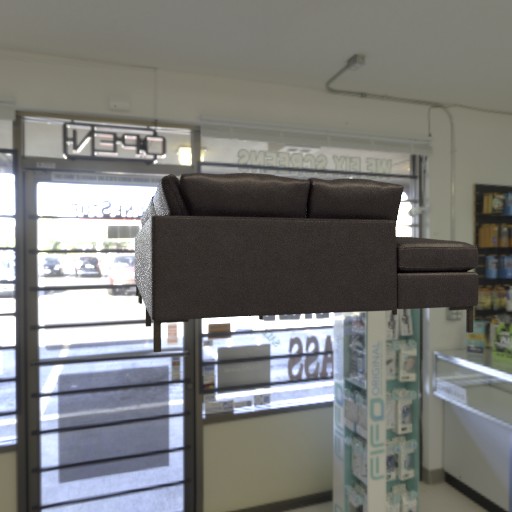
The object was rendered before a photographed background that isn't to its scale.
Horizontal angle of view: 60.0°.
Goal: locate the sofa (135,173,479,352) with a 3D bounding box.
[{"bbox_3d":[0.000,0.000,3.786,1.939,0.900,2.956,0,1,-17],"label":"sofa"}]
